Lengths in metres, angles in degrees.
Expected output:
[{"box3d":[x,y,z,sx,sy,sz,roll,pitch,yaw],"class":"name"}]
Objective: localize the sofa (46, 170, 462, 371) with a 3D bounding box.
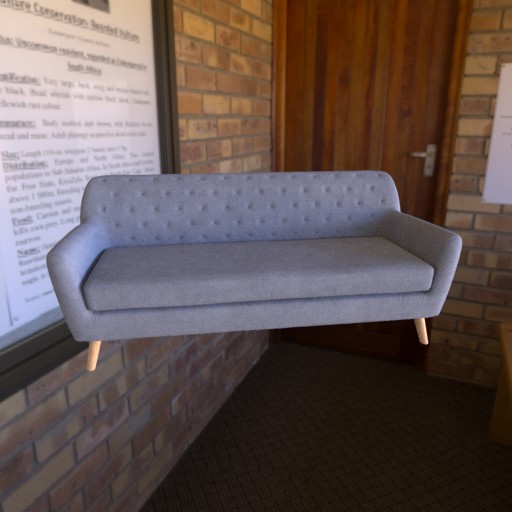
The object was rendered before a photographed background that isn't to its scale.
[{"box3d":[0.000,0.000,2.456,1.970,0.830,0.830,-3,17,-9],"class":"sofa"}]
